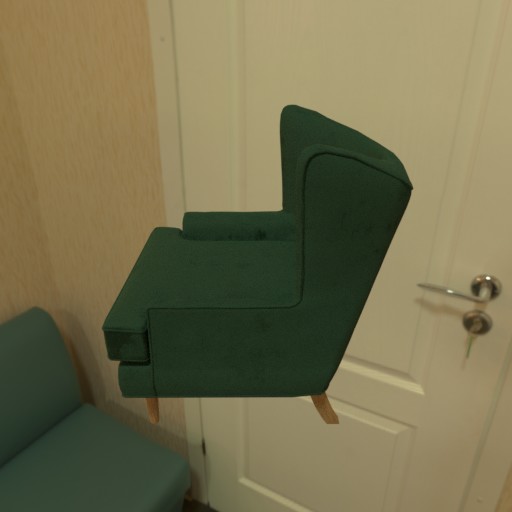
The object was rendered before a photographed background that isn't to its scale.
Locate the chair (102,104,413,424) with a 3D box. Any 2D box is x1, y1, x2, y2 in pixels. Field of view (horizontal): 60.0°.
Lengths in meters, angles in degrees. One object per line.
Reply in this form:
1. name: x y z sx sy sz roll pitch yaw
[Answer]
1. chair: 0.000 0.000 1.602 0.910 0.952 0.793 0 26 0
